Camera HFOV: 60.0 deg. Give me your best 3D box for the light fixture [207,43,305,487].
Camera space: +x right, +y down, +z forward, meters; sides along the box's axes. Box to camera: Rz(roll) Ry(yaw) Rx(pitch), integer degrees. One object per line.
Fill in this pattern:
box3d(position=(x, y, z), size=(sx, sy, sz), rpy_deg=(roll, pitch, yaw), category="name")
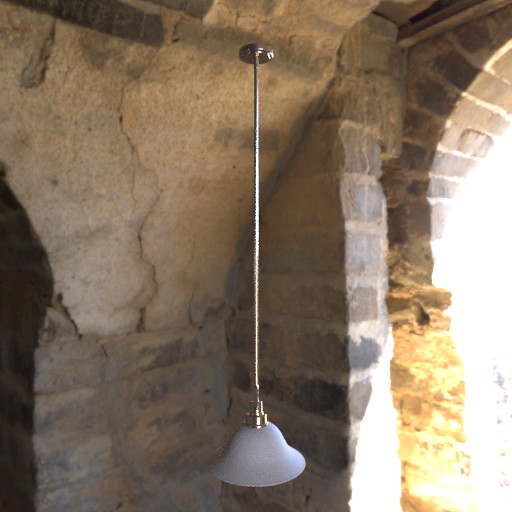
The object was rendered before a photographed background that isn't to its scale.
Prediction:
box3d(position=(0.000, 0.000, 1.463), size=(0.324, 1.354, 0.324), rpy_deg=(0, 0, 1), category="light fixture")
